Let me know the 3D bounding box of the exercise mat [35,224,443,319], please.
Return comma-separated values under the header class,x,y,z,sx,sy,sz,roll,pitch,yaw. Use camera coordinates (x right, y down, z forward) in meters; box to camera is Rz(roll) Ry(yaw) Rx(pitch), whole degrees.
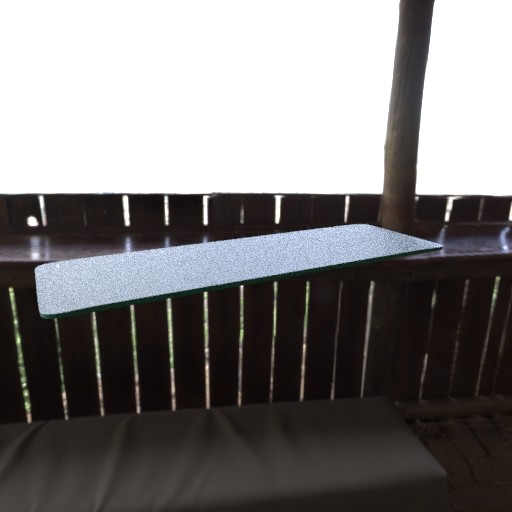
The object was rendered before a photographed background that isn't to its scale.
class,x,y,z,sx,sy,sz,roll,pitch,yaw
exercise mat,0.000,0.000,2.084,1.869,0.021,0.616,-8,18,-26
